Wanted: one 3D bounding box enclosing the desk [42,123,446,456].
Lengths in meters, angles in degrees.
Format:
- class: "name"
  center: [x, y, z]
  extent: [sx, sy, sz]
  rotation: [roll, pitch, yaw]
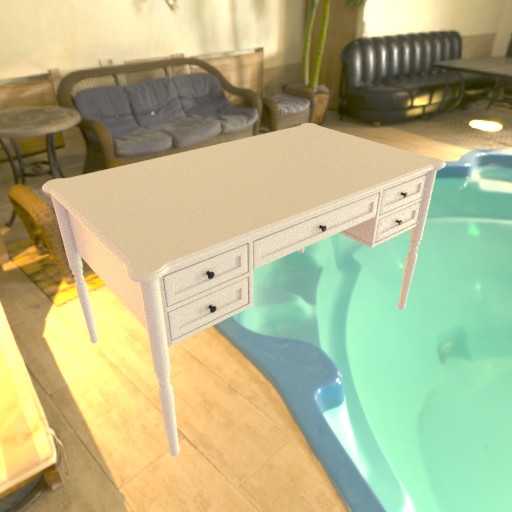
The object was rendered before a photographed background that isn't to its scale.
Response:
- class: "desk"
  center: [0.000, 0.000, 1.894]
  extent: [1.380, 0.762, 0.807]
  rotation: [-22, 38, -32]
